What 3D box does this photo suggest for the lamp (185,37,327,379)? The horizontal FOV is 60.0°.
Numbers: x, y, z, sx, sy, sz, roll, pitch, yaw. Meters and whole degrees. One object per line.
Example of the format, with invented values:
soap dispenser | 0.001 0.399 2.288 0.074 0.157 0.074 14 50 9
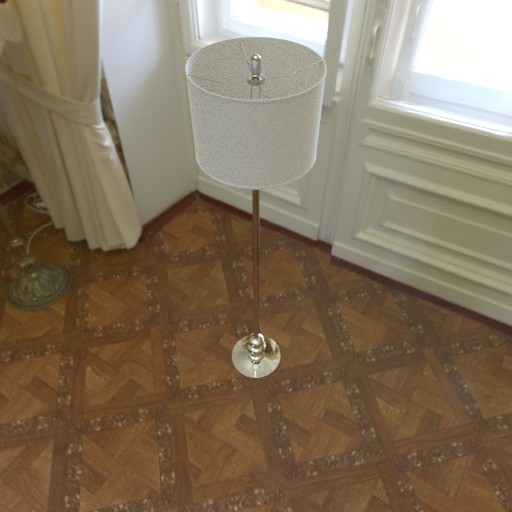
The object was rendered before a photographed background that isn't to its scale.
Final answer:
lamp | 0.000 0.000 1.653 0.356 1.487 0.356 -10 48 -9
